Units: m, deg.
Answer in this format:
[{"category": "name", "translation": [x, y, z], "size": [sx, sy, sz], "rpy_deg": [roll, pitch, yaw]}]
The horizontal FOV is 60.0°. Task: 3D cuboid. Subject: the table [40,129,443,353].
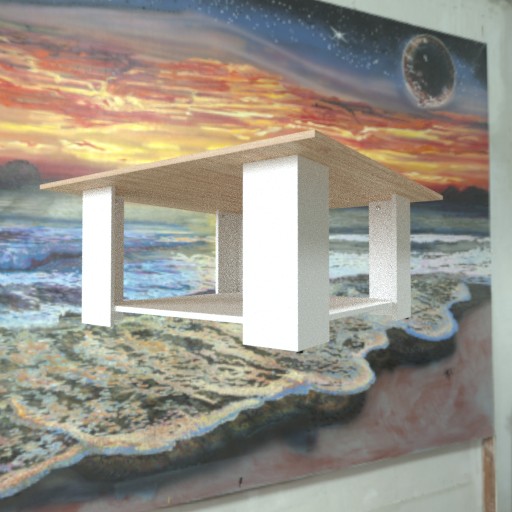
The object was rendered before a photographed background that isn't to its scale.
[{"category": "table", "translation": [0.000, 0.000, 1.030], "size": [0.670, 0.305, 0.670], "rpy_deg": [-1, -1, 36]}]
